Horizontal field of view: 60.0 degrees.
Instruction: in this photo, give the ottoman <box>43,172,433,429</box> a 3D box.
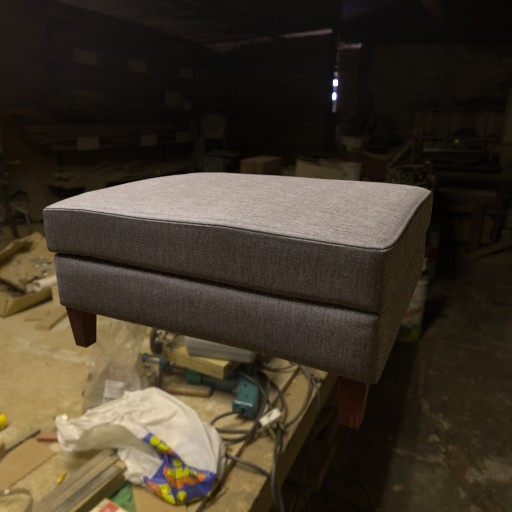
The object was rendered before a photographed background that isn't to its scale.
[{"bbox_3d":[0.000,0.000,1.462,0.994,0.492,0.839,8,19,25],"label":"ottoman"}]
